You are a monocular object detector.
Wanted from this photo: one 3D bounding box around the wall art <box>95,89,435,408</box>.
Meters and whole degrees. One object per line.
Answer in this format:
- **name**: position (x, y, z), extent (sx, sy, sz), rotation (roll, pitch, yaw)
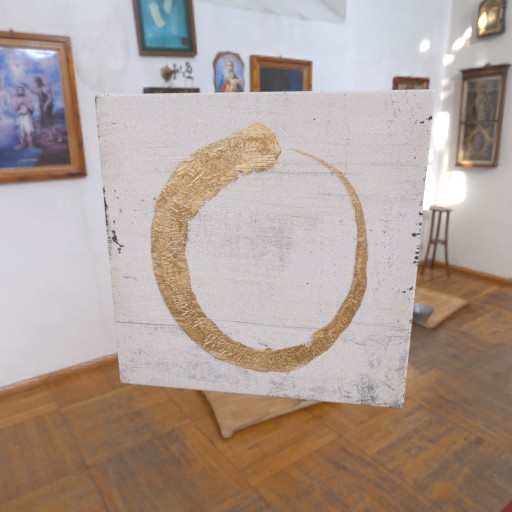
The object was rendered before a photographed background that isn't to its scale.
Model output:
- **wall art**: position (0.000, 0.000, 1.099), extent (0.762, 0.762, 0.038), rotation (2, 15, 9)
